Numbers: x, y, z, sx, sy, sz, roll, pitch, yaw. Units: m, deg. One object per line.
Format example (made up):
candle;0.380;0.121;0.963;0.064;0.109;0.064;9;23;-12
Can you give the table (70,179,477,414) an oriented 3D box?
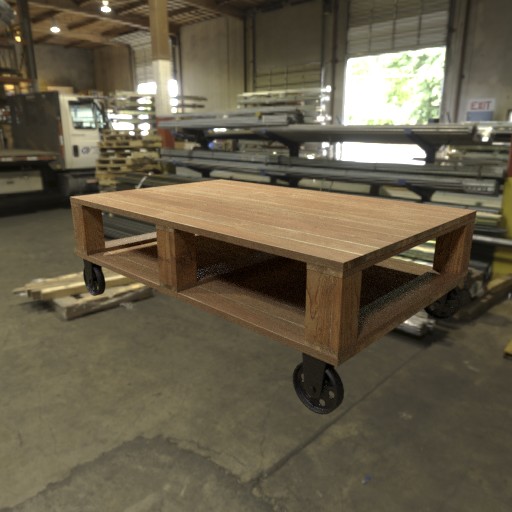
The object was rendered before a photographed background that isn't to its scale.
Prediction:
table;0.000;0.000;1.717;1.299;0.413;0.827;15;22;41
